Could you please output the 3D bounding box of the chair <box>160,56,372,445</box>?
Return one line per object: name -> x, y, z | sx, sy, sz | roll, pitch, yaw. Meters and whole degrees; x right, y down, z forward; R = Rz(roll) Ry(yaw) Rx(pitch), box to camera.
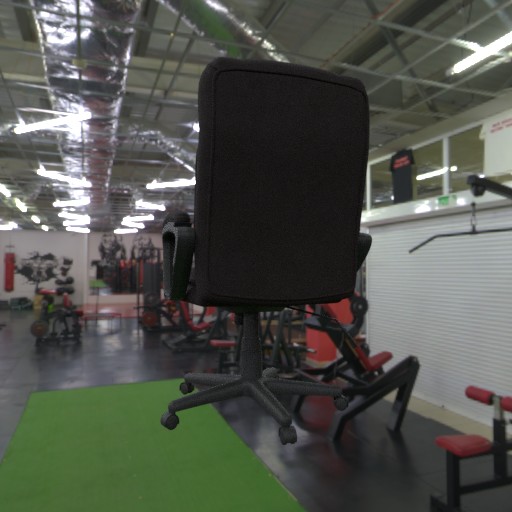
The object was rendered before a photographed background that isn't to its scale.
chair -> 0.000, 0.000, 1.570 | 0.667, 1.105, 0.724 | 1, -2, -18
